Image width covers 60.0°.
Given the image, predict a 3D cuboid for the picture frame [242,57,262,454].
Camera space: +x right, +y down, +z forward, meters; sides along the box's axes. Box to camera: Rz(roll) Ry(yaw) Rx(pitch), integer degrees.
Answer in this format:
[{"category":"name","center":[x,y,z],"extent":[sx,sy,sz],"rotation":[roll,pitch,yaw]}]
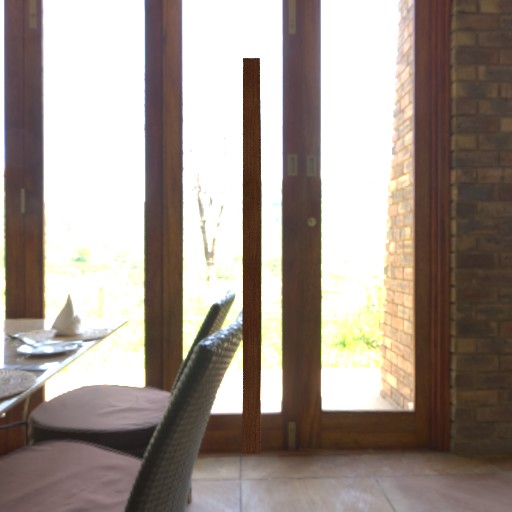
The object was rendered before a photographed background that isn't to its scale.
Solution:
[{"category":"picture frame","center":[0.000,0.000,1.190],"extent":[0.029,0.640,0.950],"rotation":[0,0,1]}]
